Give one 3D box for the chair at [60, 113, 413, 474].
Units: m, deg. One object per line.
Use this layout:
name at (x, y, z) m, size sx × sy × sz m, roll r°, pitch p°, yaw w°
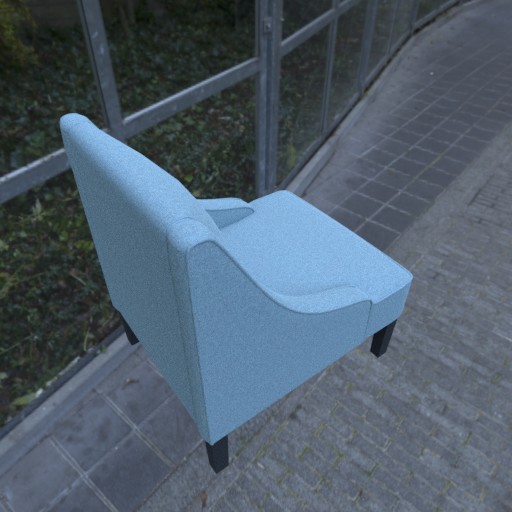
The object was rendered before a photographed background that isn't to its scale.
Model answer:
chair at (0.000, 0.000, 1.786) m, size 1.025 × 1.133 × 0.857 m, roll -26°, pitch 47°, yaw -27°
